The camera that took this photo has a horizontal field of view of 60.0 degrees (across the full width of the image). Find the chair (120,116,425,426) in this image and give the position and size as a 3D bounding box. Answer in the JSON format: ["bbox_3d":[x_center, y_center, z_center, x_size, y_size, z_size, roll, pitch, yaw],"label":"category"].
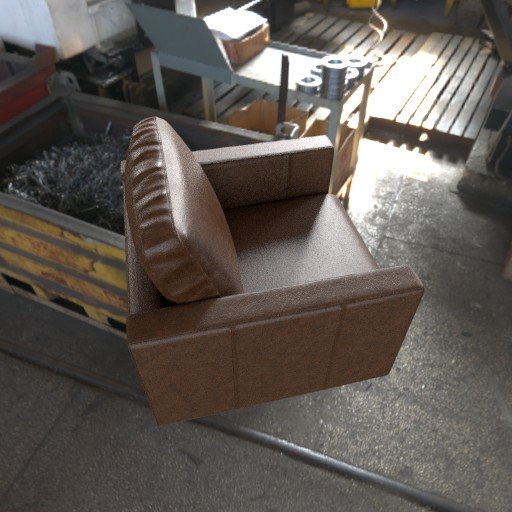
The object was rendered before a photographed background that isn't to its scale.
[{"bbox_3d":[0.000,0.000,1.694,0.909,0.956,0.890,-10,47,-9],"label":"chair"}]
